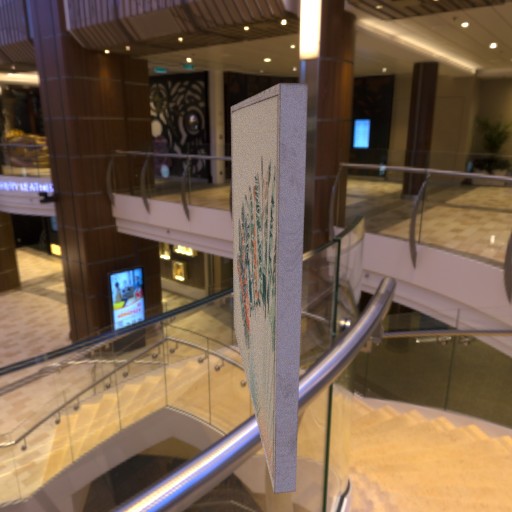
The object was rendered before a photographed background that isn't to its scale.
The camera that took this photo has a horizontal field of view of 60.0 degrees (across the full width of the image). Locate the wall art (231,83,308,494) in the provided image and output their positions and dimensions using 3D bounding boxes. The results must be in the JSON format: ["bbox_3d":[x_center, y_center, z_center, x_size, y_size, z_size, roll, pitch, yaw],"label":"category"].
[{"bbox_3d":[0.000,0.000,0.757,0.029,0.506,0.508,-2,16,-8],"label":"wall art"}]
